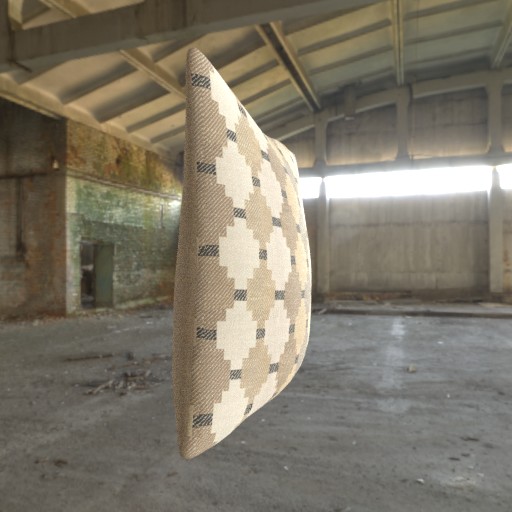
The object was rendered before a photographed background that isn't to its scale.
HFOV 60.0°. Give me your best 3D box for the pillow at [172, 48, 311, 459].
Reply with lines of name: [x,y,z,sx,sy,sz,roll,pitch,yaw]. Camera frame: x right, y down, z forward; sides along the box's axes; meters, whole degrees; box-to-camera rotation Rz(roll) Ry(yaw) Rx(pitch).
pillow: [0.000,0.000,0.852,0.192,0.558,0.578,0,-1,19]
